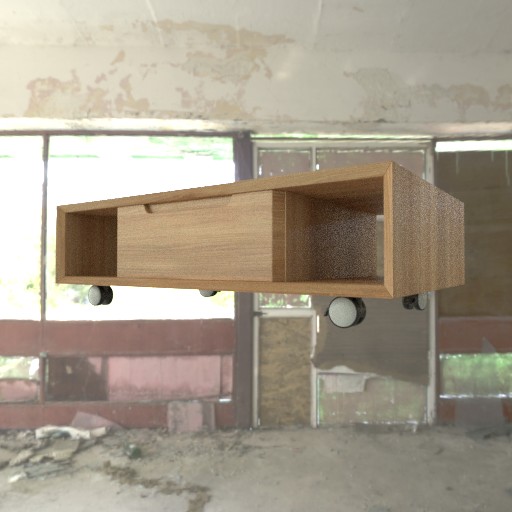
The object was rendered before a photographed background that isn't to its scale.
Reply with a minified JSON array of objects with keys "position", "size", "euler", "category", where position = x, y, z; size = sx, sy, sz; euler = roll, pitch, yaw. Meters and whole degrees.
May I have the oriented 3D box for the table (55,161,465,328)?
[{"position":[0.000,0.000,1.413],"size":[1.100,0.330,0.700],"euler":[-1,-1,35],"category":"table"}]
